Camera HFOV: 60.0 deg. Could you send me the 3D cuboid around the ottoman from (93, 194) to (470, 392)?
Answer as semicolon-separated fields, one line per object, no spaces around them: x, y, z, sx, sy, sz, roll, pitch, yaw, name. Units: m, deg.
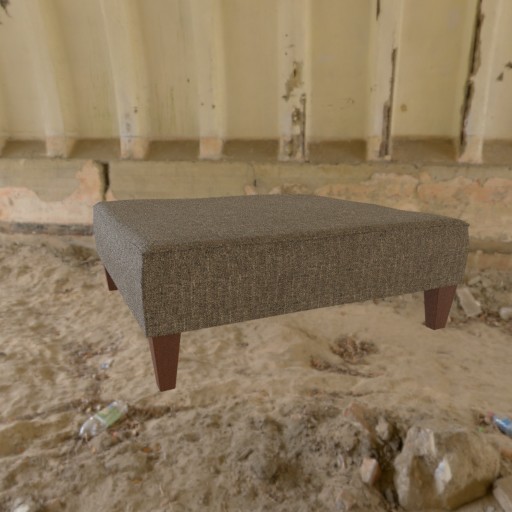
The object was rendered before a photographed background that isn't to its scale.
0.000;0.000;1.592;1.016;0.379;0.981;-6;14;-25;ottoman
